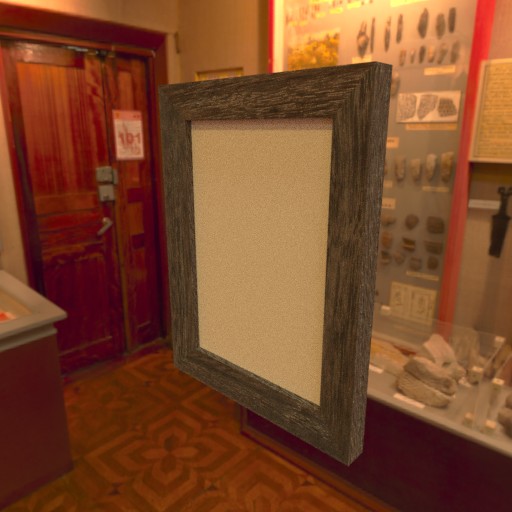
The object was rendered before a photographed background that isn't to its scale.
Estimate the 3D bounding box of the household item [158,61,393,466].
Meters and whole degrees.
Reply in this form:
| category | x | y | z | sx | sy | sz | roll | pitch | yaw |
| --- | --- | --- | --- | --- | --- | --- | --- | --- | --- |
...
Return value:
| category | x | y | z | sx | sy | sz | roll | pitch | yaw |
| --- | --- | --- | --- | --- | --- | --- | --- | --- | --- |
| household item | 0.000 | 0.000 | 0.279 | 0.160 | 0.210 | 0.020 | 14 | 21 | 41 |
